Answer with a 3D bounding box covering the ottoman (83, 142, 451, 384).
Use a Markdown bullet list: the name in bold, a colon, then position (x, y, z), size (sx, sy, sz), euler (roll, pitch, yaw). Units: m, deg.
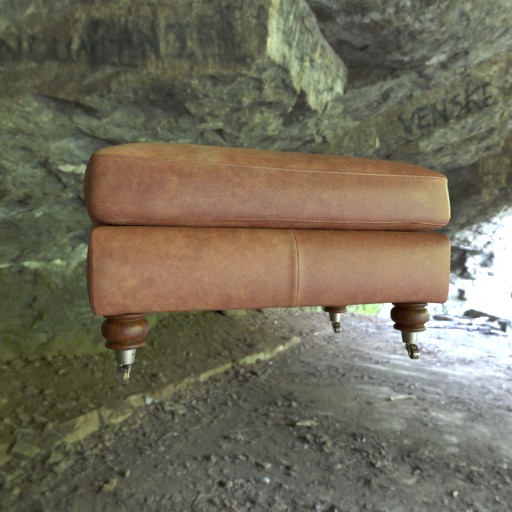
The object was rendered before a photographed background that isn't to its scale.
- **ottoman**: position (0.000, 0.000, 1.192), size (0.852, 0.507, 0.565), euler (0, 0, -18)
